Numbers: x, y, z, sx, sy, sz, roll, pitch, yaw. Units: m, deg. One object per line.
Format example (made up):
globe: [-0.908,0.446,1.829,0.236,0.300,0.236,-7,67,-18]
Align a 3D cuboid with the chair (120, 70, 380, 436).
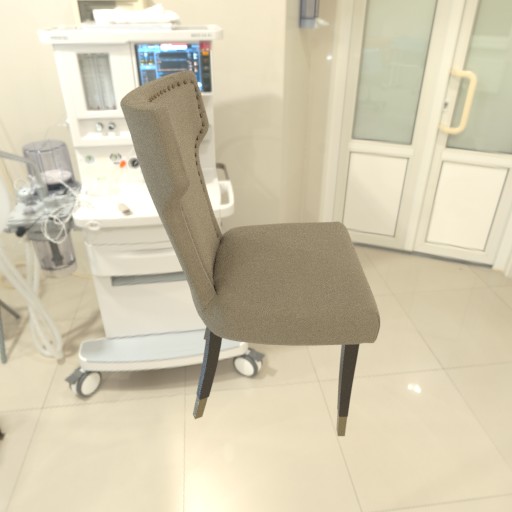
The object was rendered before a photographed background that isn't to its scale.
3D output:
chair: [0.000,0.000,1.303,0.630,0.955,0.526,0,31,0]
